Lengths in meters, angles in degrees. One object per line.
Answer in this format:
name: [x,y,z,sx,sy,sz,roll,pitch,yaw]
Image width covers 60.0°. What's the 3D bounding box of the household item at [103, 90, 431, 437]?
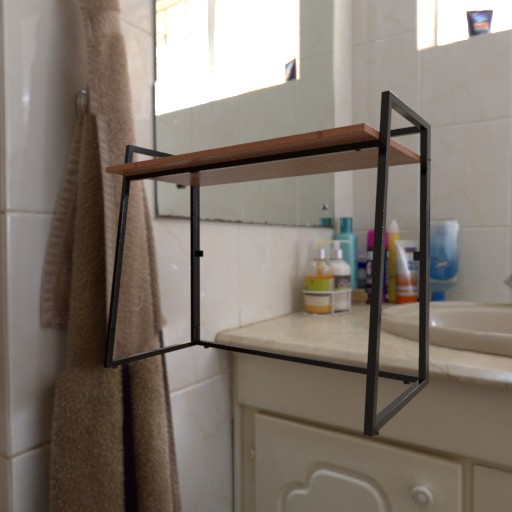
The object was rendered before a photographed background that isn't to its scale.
household item: [0.000,0.000,1.558,1.050,0.860,0.510,1,1,36]
